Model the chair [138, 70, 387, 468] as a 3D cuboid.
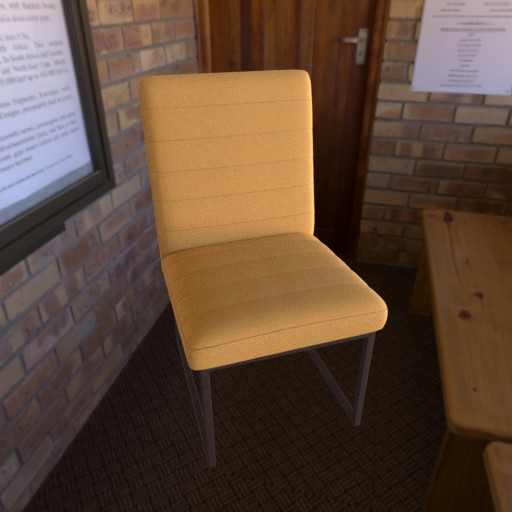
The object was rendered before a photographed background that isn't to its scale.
[{"bbox_3d":[0.000,0.000,1.287,0.520,0.930,0.634,-9,31,-15],"label":"chair"}]
